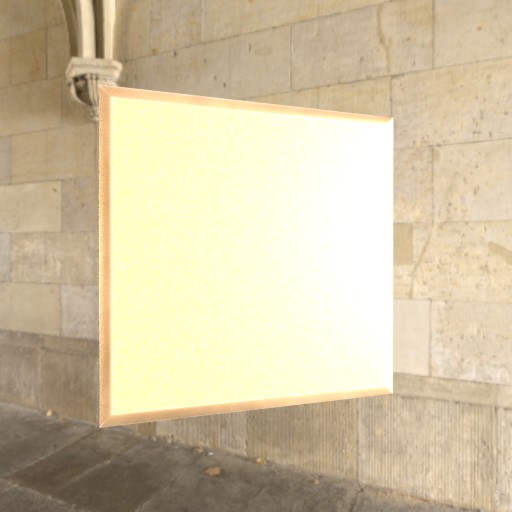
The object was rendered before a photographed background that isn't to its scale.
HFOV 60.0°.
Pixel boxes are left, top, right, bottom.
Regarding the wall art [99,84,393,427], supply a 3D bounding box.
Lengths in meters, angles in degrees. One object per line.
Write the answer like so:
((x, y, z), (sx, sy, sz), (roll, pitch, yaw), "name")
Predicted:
((0.000, 0.000, 0.458), (0.305, 0.303, 0.038), (0, 0, -18), "wall art")
